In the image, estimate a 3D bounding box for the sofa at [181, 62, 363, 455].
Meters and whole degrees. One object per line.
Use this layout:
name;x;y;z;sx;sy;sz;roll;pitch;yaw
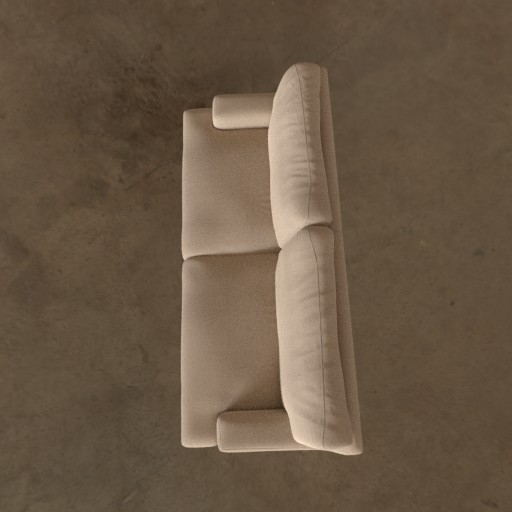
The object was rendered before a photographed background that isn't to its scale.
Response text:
sofa;0.000;0.000;2.630;0.929;0.925;2.147;-2;75;-1
